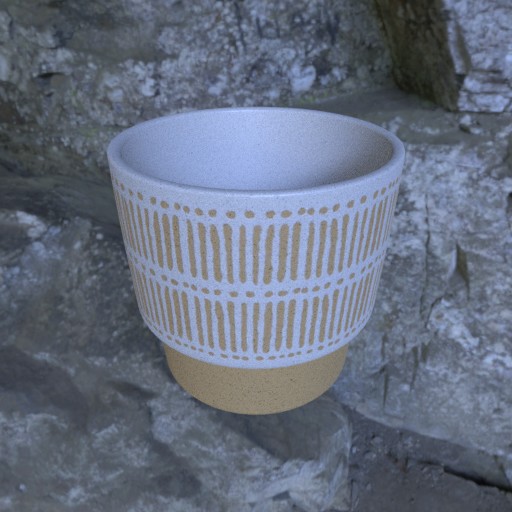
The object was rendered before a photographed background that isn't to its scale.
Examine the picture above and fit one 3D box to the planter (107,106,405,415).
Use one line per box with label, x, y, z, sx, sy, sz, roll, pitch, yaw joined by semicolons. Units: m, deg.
planter;0.000;0.000;0.565;0.317;0.303;0.317;0;31;0
